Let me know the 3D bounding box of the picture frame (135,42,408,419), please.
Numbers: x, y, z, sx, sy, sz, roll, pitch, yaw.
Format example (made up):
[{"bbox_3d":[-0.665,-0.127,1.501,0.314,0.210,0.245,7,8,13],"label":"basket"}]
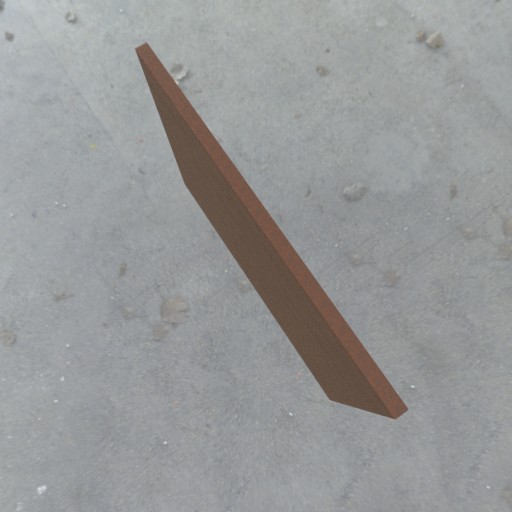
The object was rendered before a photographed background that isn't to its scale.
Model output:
[{"bbox_3d":[0.000,0.000,1.751,0.045,1.018,1.329,-33,77,-8],"label":"picture frame"}]
